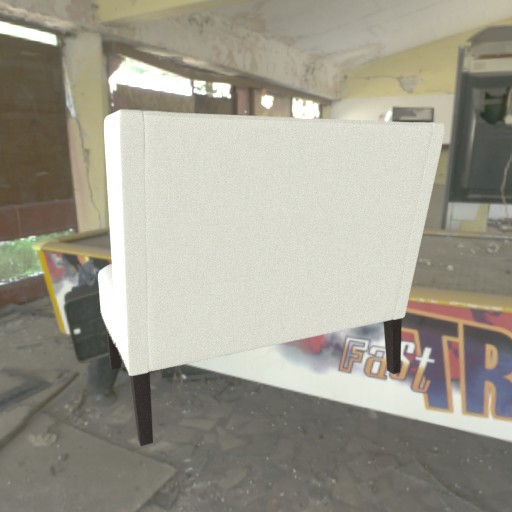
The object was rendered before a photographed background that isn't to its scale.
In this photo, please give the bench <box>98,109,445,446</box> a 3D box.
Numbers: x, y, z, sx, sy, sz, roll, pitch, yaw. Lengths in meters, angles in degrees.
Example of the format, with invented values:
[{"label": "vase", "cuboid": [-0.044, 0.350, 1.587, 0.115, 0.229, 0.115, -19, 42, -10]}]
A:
[{"label": "bench", "cuboid": [0.000, 0.000, 1.967, 1.280, 1.123, 0.847, -6, 14, -26]}]
